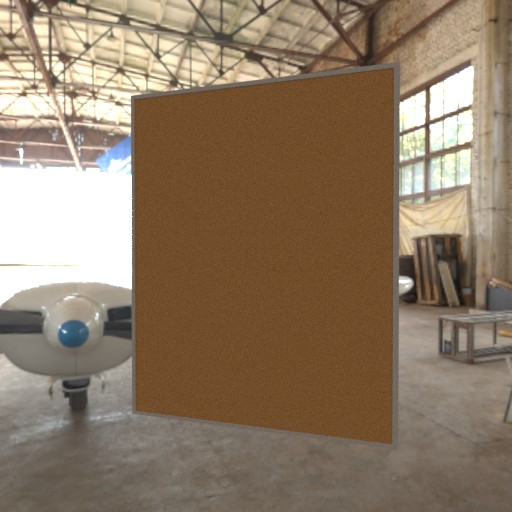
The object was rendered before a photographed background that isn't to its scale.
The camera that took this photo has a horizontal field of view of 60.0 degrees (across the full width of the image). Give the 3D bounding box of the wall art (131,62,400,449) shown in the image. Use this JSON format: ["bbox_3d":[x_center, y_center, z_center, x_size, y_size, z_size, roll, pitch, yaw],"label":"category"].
[{"bbox_3d":[0.000,0.000,0.995,0.611,0.763,0.055,0,1,18],"label":"wall art"}]
